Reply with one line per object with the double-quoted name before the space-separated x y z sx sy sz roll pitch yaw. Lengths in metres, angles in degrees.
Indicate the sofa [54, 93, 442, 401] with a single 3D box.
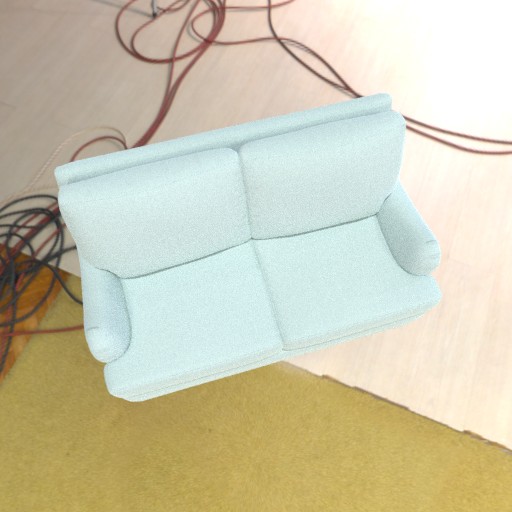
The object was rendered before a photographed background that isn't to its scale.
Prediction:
"sofa" 0.000 0.000 2.468 1.853 1.101 1.084 -15 66 -7
